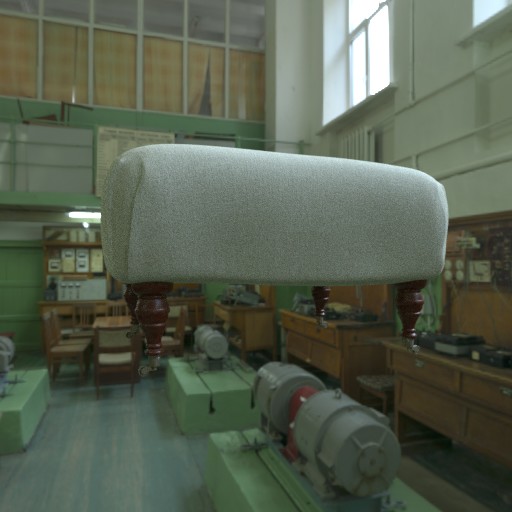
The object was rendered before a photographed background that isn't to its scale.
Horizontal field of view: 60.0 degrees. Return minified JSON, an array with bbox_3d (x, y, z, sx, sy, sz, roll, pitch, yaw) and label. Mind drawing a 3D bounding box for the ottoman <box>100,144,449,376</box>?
[{"bbox_3d":[0.000,0.000,1.125,0.747,0.450,0.622,0,-1,-19],"label":"ottoman"}]
